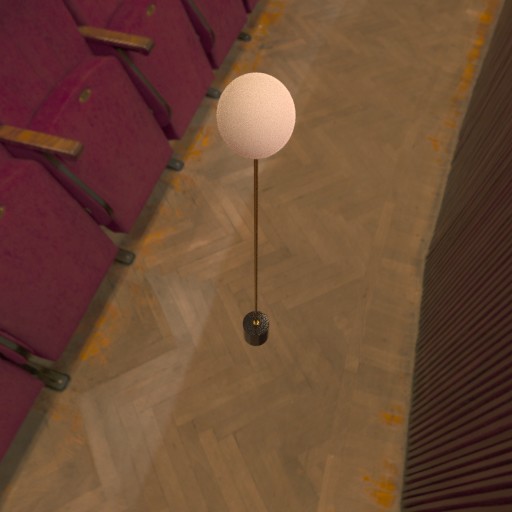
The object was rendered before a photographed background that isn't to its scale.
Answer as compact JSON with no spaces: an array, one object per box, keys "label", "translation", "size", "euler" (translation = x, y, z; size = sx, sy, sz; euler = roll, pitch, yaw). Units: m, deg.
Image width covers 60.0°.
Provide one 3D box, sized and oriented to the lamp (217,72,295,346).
[{"label":"lamp","translation":[0.000,0.000,1.923],"size":[0.229,1.748,0.229],"euler":[15,59,9]}]
